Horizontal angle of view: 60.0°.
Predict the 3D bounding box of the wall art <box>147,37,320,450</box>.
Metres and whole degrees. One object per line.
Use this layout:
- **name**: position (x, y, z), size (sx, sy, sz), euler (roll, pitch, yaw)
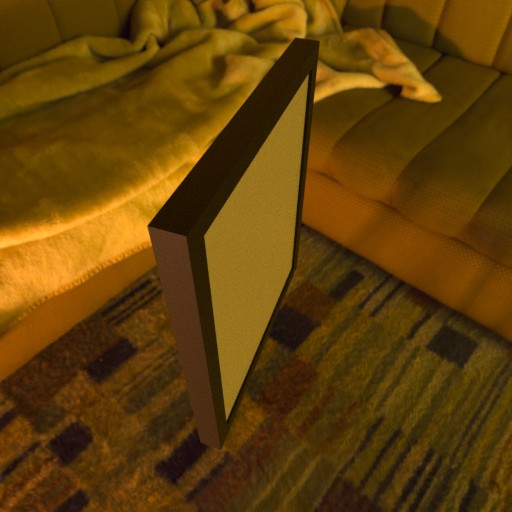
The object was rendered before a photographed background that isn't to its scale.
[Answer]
- **wall art**: position (0.000, 0.000, 0.531), size (0.029, 0.381, 0.330), euler (15, 49, 14)
